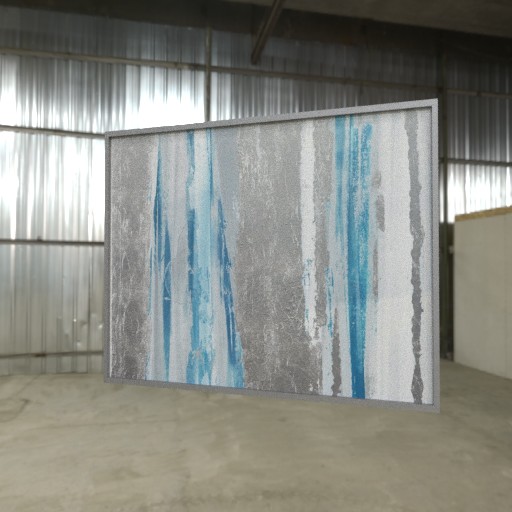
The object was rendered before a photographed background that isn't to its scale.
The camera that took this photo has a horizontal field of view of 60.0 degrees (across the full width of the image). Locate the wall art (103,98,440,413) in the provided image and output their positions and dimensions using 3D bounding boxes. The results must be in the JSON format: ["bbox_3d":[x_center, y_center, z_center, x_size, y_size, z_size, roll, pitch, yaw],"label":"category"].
[{"bbox_3d":[0.000,0.000,0.732,0.557,0.450,0.037,0,-1,17],"label":"wall art"}]
